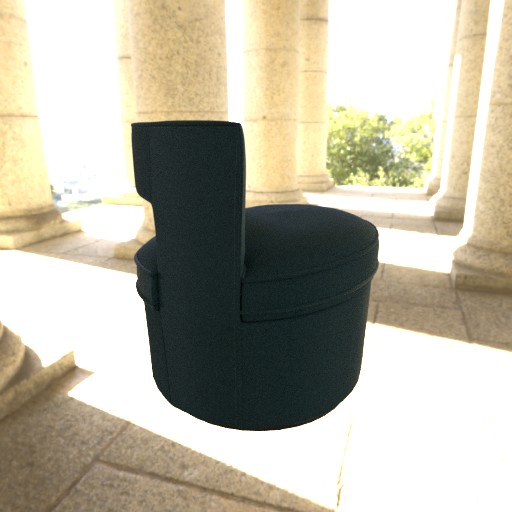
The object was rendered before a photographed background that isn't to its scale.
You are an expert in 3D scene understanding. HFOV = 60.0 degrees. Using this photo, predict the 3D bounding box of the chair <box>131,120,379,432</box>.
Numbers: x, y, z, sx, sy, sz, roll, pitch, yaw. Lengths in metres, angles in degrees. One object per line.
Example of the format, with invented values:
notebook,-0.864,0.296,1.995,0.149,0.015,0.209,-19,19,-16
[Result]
chair,0.000,0.000,1.236,0.660,0.711,0.684,-3,16,-10
